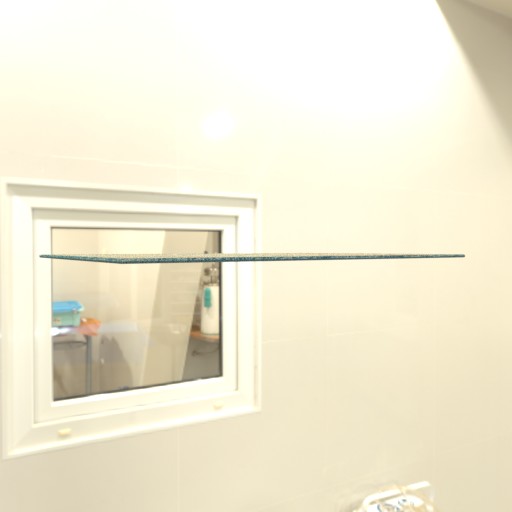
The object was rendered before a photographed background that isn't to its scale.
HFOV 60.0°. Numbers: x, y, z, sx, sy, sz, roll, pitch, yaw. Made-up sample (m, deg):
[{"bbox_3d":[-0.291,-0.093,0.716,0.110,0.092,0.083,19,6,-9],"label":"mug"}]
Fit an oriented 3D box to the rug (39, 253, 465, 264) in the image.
[{"bbox_3d":[0.000,0.000,2.282,1.829,0.016,1.219,-1,1,-36],"label":"rug"}]
